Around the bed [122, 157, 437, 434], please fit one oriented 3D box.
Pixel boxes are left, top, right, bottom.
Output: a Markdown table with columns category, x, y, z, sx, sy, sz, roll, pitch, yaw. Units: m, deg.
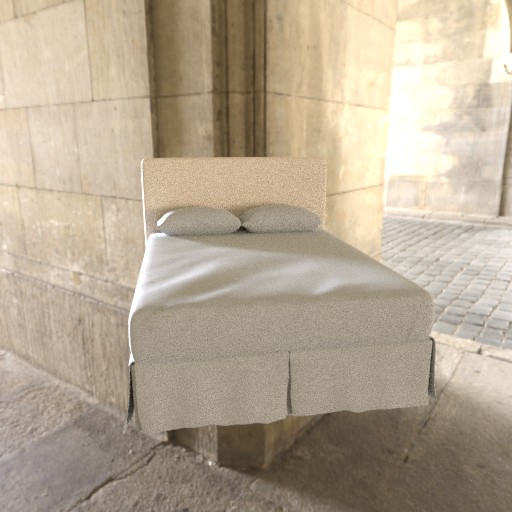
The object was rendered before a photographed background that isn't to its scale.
| category | x | y | z | sx | sy | sz | roll | pitch | yaw |
| --- | --- | --- | --- | --- | --- | --- | --- | --- | --- |
| bed | 0.000 | 0.000 | 3.211 | 1.748 | 1.330 | 2.142 | -3 | 15 | -10 |
